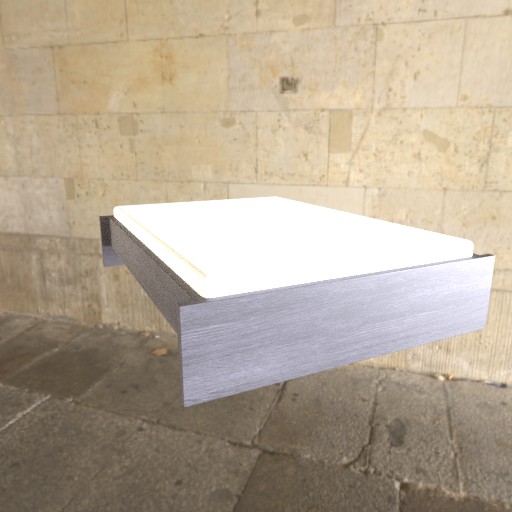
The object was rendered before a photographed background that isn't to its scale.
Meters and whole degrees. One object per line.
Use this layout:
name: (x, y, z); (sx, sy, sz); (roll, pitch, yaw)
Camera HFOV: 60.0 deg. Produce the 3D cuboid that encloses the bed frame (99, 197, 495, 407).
bed frame: (0.000, 0.000, 2.598); (1.490, 0.432, 1.950); (-7, 16, -25)
